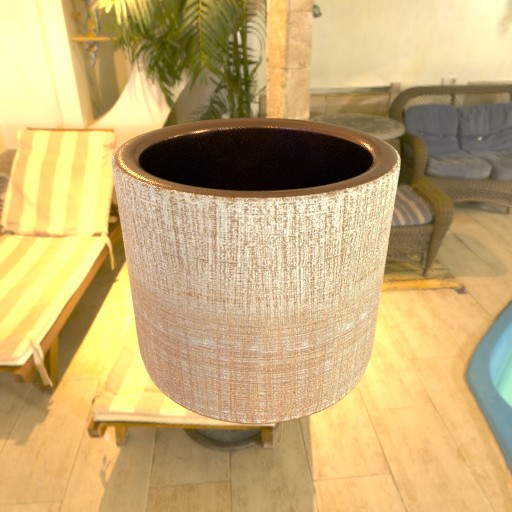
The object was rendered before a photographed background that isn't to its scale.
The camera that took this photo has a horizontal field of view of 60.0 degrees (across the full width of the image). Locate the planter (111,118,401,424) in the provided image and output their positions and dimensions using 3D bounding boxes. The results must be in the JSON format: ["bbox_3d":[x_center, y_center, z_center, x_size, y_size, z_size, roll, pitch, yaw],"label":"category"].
[{"bbox_3d":[0.000,0.000,0.192,0.109,0.096,0.109,0,29,0],"label":"planter"}]
